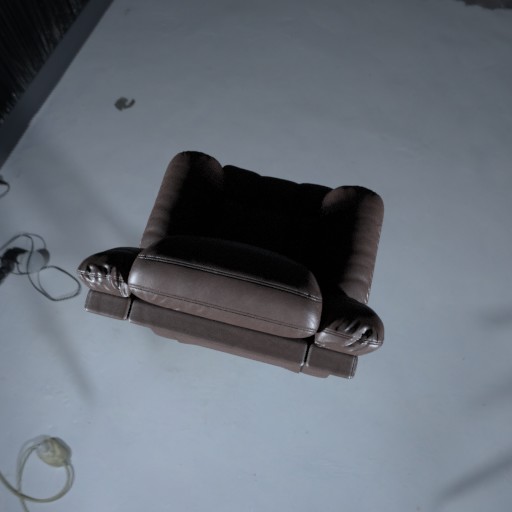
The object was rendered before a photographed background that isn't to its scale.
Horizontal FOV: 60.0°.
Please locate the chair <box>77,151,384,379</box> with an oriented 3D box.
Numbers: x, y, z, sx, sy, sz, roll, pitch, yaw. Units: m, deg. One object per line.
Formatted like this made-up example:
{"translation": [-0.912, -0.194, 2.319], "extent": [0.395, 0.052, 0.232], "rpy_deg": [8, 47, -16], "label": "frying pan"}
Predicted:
{"translation": [0.000, 0.000, 1.739], "extent": [0.899, 1.009, 0.934], "rpy_deg": [13, 64, 7], "label": "chair"}
